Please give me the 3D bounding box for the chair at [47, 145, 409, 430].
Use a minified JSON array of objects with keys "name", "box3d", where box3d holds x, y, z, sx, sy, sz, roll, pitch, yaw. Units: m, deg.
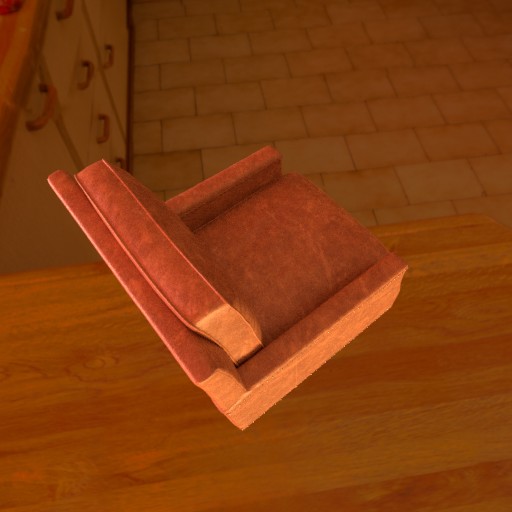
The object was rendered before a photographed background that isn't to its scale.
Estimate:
[{"name":"chair","box3d":[0.000,0.000,1.773,1.035,1.054,0.854,-34,63,-20]}]
